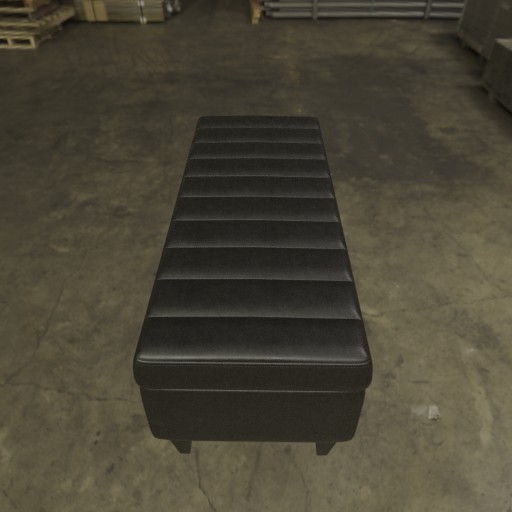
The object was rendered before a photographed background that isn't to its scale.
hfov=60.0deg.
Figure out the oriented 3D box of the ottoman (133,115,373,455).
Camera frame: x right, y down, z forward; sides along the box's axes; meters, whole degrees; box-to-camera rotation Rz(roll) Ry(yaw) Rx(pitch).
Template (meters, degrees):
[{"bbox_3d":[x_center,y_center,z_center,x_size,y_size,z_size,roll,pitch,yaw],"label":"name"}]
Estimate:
[{"bbox_3d":[0.000,0.000,1.408,0.482,0.469,1.151,1,41,1],"label":"ottoman"}]
